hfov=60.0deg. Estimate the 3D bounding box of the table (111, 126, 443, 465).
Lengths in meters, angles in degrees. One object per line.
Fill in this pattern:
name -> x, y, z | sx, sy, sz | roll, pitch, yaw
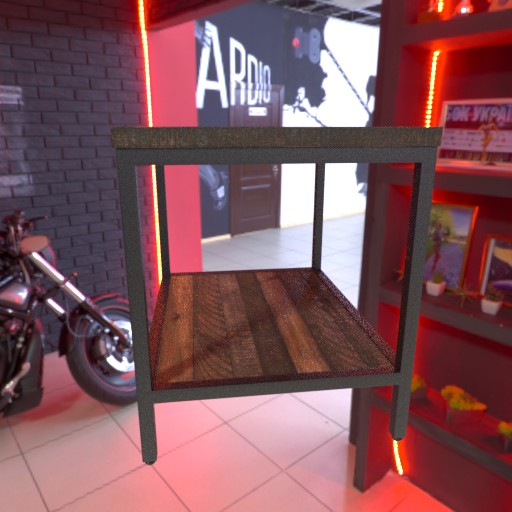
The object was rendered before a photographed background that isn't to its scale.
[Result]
table -> 0.000, 0.000, 1.094 | 0.524, 0.612, 0.678 | -2, 16, -7
